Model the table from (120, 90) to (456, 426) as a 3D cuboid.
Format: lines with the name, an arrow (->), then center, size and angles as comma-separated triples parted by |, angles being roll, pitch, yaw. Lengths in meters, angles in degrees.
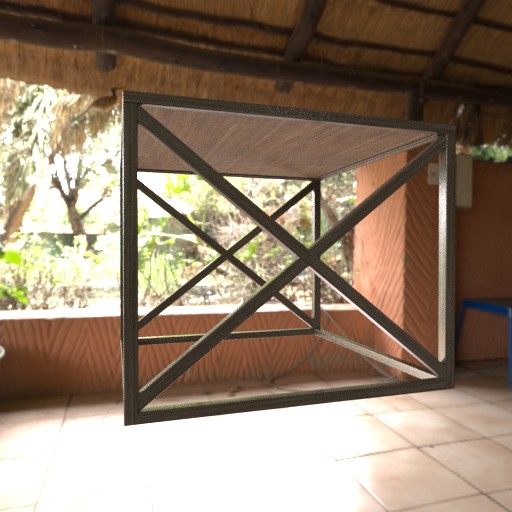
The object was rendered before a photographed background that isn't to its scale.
table -> 0.000, 0.000, 1.049 | 0.611, 0.507, 0.609 | 0, 1, -18
